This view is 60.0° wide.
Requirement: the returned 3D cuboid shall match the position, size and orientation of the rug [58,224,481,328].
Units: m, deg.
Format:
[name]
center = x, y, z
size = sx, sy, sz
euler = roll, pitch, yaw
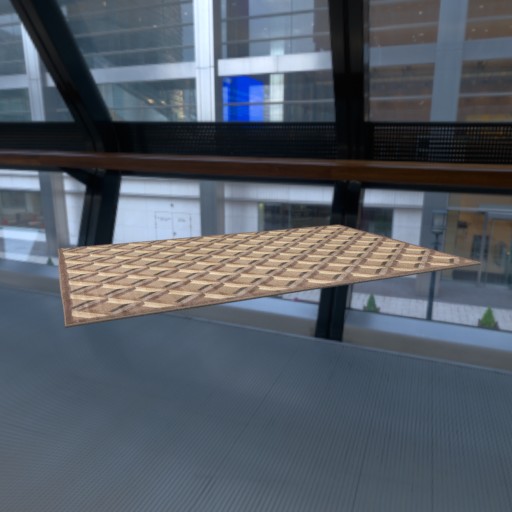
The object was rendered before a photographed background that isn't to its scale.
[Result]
[rug]
center = 0.000, 0.000, 2.055
size = 1.677, 0.011, 1.066
euler = -6, 15, -24
